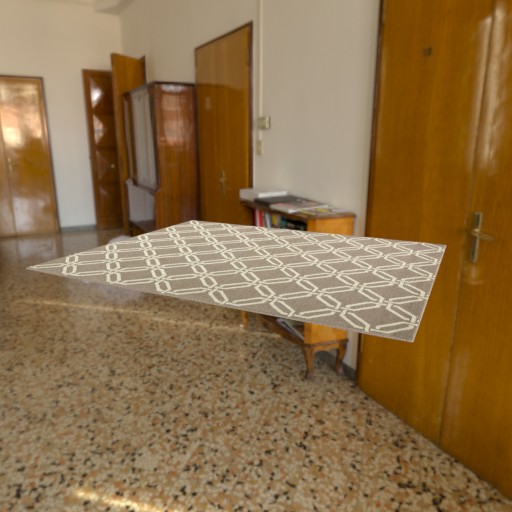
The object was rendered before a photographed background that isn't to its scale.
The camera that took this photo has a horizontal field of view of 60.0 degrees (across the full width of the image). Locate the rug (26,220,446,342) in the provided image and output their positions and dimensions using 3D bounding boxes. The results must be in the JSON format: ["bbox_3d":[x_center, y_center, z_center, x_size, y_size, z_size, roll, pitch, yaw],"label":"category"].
[{"bbox_3d":[0.000,0.000,3.836,2.895,0.018,2.288,7,17,25],"label":"rug"}]
